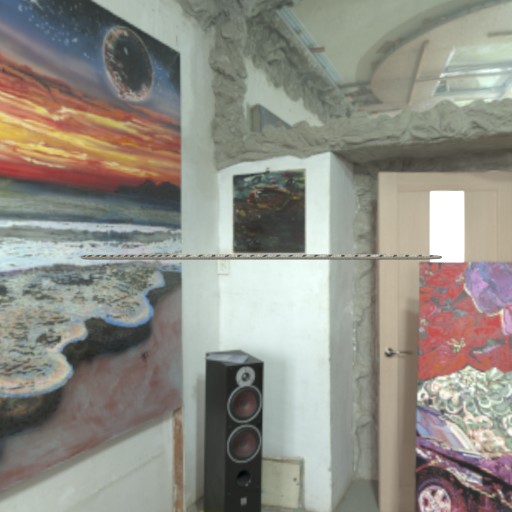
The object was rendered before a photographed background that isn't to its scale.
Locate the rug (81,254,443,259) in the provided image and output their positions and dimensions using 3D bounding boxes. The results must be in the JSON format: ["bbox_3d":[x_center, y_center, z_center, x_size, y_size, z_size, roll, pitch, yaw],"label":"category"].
[{"bbox_3d":[0.000,0.000,3.068,1.539,0.023,2.406,0,0,-2],"label":"rug"}]
